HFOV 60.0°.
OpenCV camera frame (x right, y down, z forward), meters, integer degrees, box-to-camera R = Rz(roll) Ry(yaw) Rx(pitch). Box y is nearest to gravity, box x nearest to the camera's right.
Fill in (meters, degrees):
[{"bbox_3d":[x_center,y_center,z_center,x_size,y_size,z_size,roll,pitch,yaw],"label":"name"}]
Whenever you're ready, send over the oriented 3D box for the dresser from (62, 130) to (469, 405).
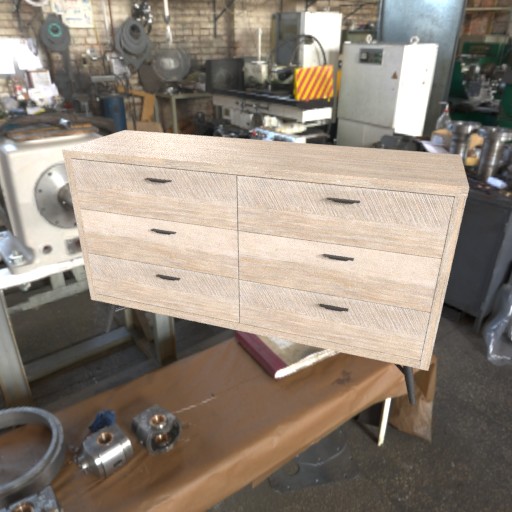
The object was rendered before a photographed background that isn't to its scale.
[{"bbox_3d":[0.000,0.000,1.957,1.524,0.914,0.457,9,28,17],"label":"dresser"}]
